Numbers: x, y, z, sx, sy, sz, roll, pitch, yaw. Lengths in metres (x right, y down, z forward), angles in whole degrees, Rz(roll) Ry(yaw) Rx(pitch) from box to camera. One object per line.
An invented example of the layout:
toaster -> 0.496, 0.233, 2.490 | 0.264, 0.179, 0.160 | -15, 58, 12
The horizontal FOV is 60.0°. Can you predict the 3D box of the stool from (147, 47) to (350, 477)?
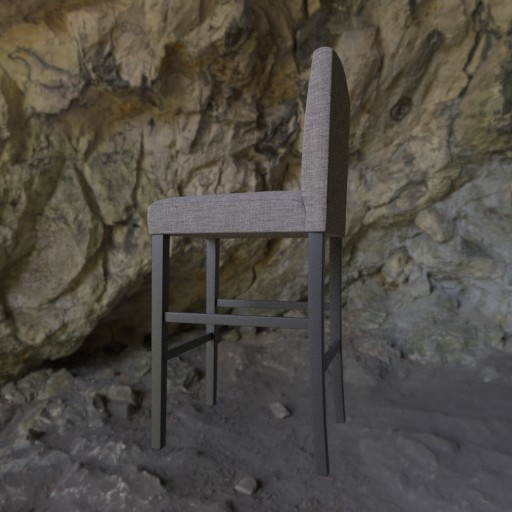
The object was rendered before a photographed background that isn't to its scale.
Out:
stool -> 0.000, 0.000, 1.413 | 0.552, 1.138, 0.451 | 0, 0, 18
